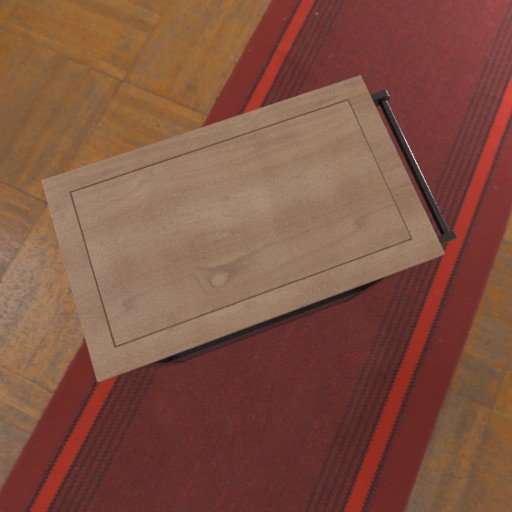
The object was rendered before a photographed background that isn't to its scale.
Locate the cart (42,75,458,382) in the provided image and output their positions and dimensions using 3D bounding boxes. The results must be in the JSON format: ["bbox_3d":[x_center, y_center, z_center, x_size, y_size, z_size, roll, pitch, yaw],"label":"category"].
[{"bbox_3d":[0.000,0.000,1.399,0.840,0.901,0.459,-20,78,-4],"label":"cart"}]
